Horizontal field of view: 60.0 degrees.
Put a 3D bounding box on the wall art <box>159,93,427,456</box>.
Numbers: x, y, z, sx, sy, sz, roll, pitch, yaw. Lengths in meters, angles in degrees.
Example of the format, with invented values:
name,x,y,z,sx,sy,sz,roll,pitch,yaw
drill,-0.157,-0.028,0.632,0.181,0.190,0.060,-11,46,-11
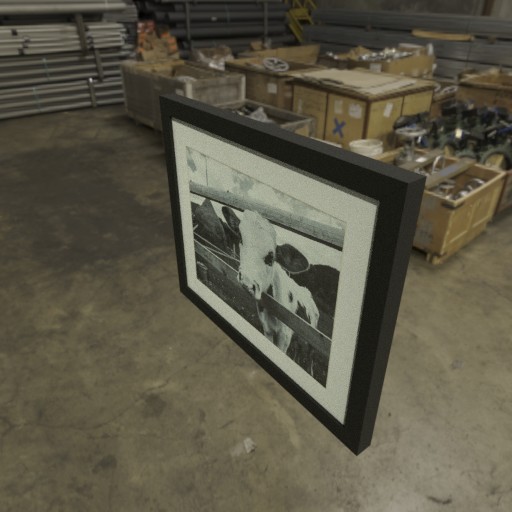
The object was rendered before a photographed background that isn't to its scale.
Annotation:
name,x,y,z,sx,sy,sz,roll,pitch,yaw
wall art,0.000,0.000,0.560,0.024,0.329,0.404,-22,37,-32
